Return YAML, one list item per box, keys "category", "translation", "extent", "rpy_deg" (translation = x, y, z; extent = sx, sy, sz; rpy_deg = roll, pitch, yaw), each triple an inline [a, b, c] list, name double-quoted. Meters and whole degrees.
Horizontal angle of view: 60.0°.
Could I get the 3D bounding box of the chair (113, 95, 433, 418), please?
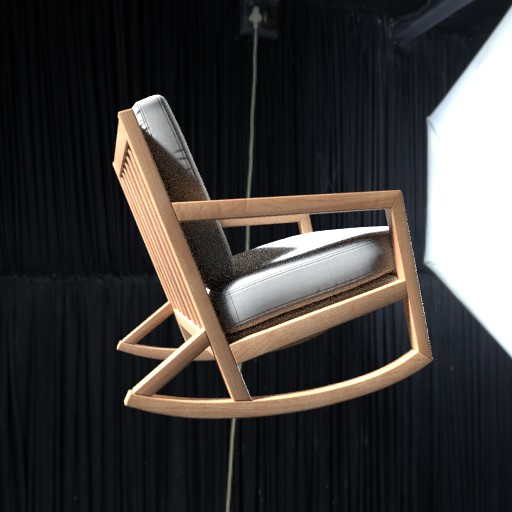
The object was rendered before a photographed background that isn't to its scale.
- category: "chair"
  translation: [0.000, 0.000, 1.417]
  extent: [0.857, 0.790, 0.622]
  rpy_deg: [0, 1, -19]
